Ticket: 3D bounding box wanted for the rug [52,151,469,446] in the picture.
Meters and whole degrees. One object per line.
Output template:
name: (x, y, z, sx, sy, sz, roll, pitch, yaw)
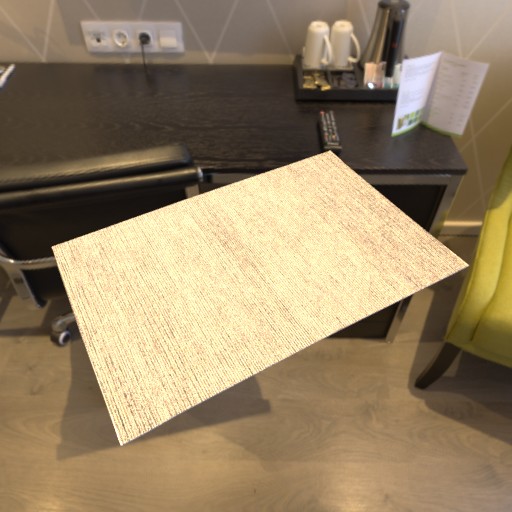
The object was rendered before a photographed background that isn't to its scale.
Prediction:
rug: (0.000, 0.000, 2.229, 1.773, 0.021, 1.149, -22, 51, -19)
